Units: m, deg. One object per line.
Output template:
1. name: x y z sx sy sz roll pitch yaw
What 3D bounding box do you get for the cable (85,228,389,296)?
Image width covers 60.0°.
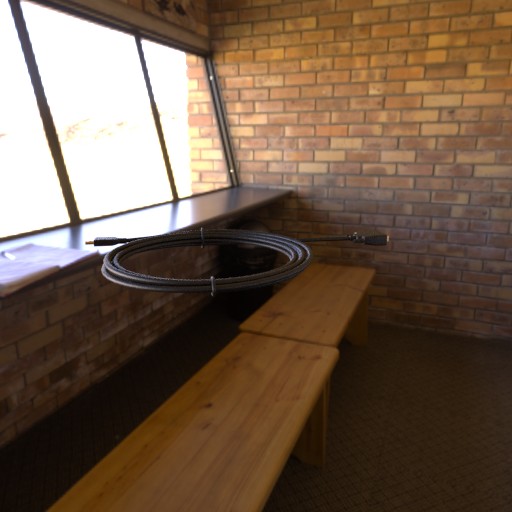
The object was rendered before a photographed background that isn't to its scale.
1. cable: 0.000 0.000 0.522 0.422 0.030 0.257 -2 15 -9
